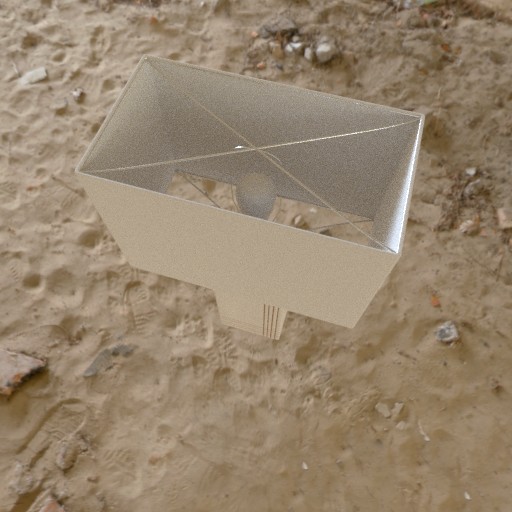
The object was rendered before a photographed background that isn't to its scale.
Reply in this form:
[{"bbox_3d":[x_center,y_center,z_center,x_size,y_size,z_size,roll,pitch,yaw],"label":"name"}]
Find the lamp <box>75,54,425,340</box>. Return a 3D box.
[{"bbox_3d":[0.000,0.000,0.710,0.334,0.543,0.182,15,65,7],"label":"lamp"}]
